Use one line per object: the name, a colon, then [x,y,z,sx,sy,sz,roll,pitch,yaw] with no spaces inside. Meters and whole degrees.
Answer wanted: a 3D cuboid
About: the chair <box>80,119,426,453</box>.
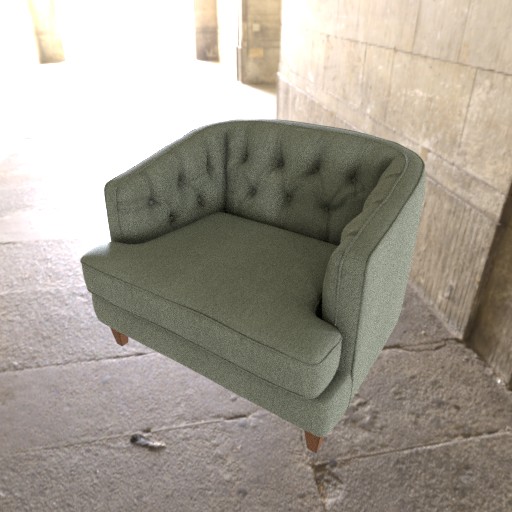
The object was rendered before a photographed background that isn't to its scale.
chair: [0.000,0.000,1.762,1.094,0.852,0.945,19,35,29]
